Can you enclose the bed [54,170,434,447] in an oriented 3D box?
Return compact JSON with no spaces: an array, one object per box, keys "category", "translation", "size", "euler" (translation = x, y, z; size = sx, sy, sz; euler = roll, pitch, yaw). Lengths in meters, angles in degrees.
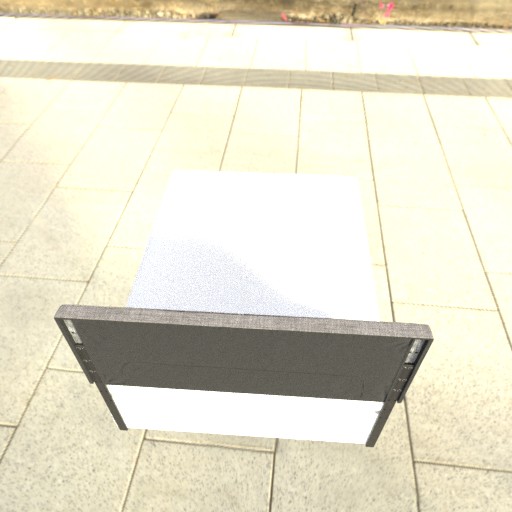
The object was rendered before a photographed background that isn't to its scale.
[{"category":"bed","translation":[0.000,0.000,2.922],"size":[1.621,1.168,1.958],"euler":[3,46,3]}]
